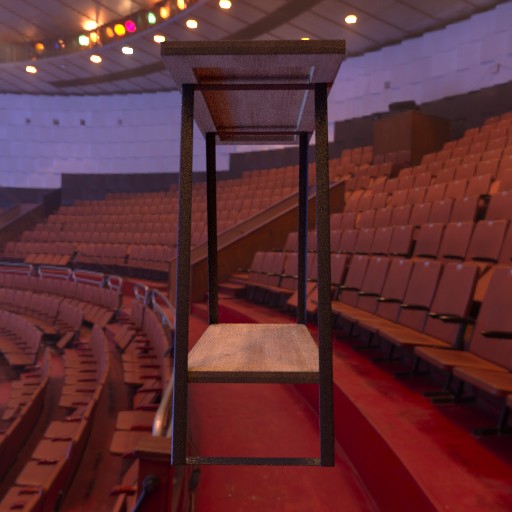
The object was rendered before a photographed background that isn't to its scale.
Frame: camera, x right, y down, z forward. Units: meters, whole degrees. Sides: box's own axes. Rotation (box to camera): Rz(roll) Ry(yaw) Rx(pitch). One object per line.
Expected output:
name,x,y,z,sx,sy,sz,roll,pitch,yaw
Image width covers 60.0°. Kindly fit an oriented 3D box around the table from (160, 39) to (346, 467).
table,0.000,0.000,1.015,0.300,0.701,0.599,0,0,1
